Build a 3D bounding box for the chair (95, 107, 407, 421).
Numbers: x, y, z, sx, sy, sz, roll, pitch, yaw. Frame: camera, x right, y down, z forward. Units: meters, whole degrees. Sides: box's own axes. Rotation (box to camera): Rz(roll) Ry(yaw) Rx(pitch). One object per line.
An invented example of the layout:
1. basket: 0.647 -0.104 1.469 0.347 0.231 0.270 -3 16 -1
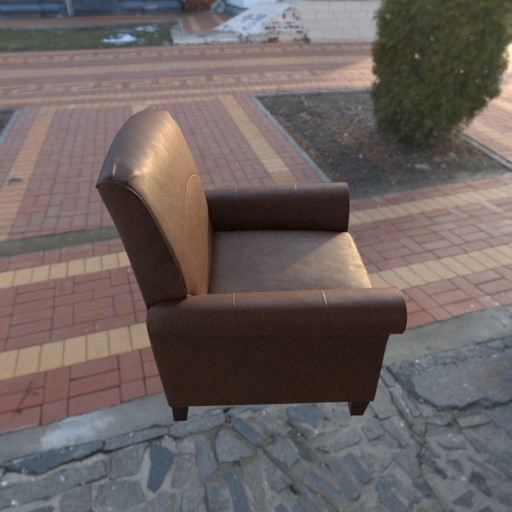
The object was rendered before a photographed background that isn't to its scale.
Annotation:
1. chair: 0.000 0.000 1.749 0.902 1.061 0.978 -1 32 -1
